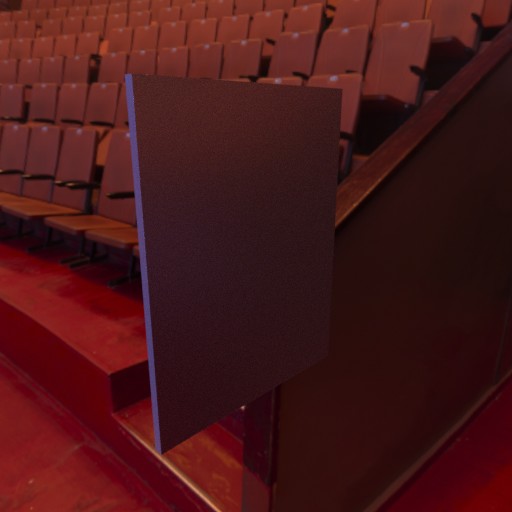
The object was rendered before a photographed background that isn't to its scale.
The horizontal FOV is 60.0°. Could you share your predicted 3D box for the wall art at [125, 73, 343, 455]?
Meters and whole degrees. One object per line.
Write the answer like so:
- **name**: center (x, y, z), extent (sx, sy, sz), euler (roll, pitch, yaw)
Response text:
- **wall art**: center (0.000, 0.000, 1.436), extent (0.816, 1.046, 0.030), euler (-16, 24, -42)
